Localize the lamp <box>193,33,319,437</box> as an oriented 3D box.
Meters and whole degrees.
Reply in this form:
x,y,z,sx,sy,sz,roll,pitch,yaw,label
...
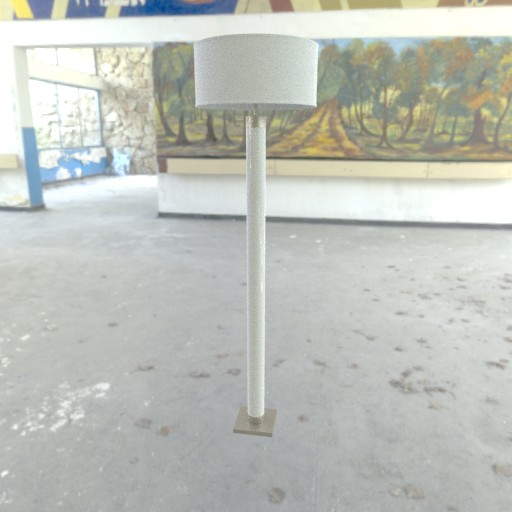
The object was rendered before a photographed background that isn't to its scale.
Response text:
x,y,z,sx,sy,sz,roll,pitch,yaw,label
0.000,0.000,1.684,0.420,1.475,0.420,3,16,9,lamp
